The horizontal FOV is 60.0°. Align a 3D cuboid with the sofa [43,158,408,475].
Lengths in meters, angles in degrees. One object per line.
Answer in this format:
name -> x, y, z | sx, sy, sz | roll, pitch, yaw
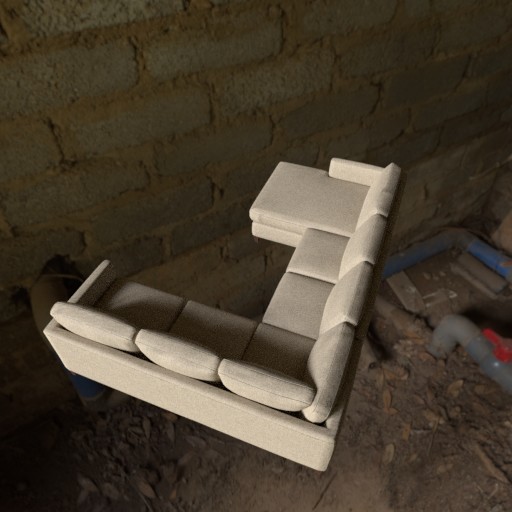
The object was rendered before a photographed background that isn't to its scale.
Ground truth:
sofa -> 0.000, 0.000, 4.703 | 2.593, 0.959, 3.460 | 16, 49, 15
